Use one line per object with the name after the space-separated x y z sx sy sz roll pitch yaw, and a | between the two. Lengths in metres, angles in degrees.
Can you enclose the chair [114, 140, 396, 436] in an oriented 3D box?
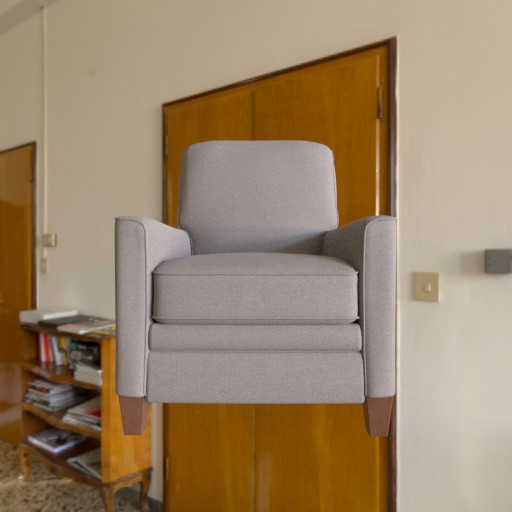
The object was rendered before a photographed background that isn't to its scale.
0.000 0.000 1.637 0.845 1.023 0.859 0 0 0 | chair
